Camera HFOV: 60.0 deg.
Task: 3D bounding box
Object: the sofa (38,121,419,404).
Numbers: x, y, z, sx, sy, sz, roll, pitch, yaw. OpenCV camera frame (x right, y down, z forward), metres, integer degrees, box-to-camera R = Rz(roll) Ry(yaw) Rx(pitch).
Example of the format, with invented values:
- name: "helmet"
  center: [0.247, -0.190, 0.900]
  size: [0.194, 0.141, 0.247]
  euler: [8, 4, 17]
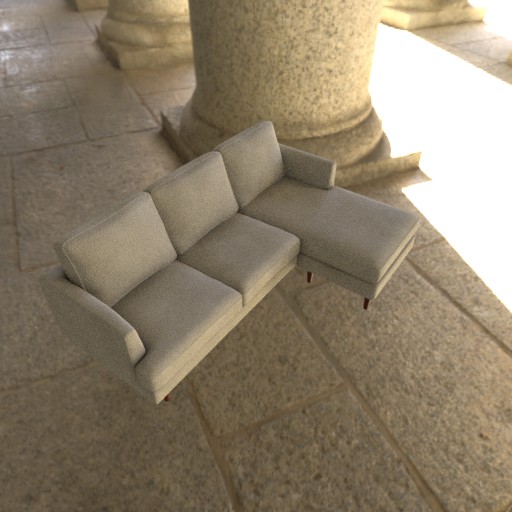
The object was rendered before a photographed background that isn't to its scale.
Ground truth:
- name: "sofa"
  center: [0.000, 0.000, 3.014]
  size: [1.504, 0.956, 2.233]
  euler: [25, 47, 27]
